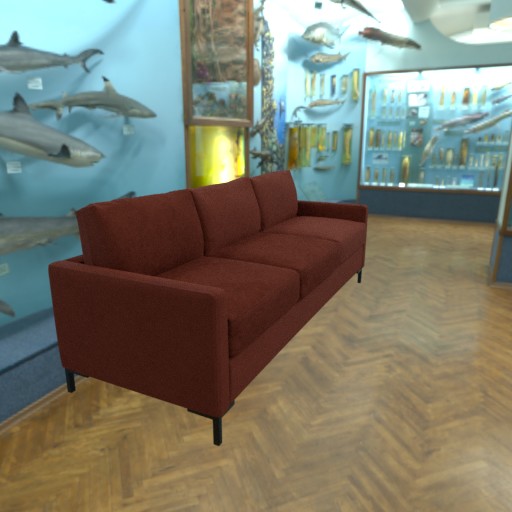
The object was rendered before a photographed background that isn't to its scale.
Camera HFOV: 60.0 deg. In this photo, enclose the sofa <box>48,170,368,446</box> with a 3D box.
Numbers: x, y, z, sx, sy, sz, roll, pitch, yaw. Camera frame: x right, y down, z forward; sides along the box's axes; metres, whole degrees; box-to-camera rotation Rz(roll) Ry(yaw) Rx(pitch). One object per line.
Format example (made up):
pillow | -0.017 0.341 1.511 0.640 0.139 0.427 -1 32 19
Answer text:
sofa | 0.000 0.000 2.687 0.875 0.879 2.252 8 17 26
